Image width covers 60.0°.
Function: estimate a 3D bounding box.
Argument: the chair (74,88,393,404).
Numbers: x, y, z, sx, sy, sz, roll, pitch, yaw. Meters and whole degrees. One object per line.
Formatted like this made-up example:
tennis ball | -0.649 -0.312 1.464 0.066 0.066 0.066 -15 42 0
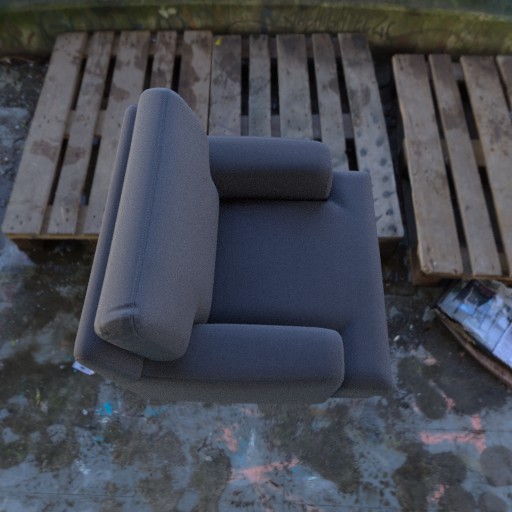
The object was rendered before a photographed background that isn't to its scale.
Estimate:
chair | 0.000 0.000 1.912 1.143 0.940 1.168 2 63 1
